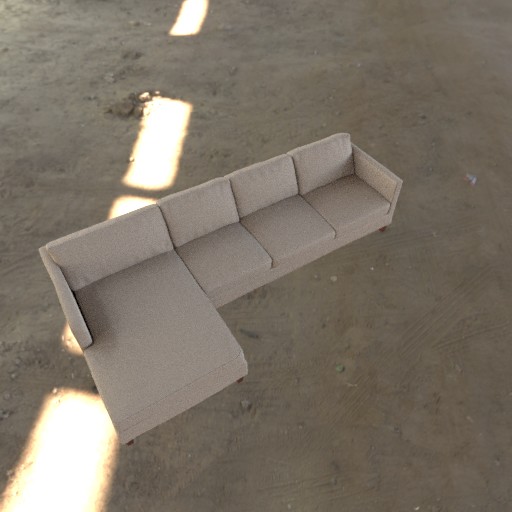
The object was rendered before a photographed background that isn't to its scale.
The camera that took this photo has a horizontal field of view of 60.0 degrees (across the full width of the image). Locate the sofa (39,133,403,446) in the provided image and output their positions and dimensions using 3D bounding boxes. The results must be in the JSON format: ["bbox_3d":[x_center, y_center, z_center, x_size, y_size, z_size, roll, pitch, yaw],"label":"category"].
[{"bbox_3d":[0.000,0.000,3.888,3.186,0.846,1.625,-25,52,-21],"label":"sofa"}]
